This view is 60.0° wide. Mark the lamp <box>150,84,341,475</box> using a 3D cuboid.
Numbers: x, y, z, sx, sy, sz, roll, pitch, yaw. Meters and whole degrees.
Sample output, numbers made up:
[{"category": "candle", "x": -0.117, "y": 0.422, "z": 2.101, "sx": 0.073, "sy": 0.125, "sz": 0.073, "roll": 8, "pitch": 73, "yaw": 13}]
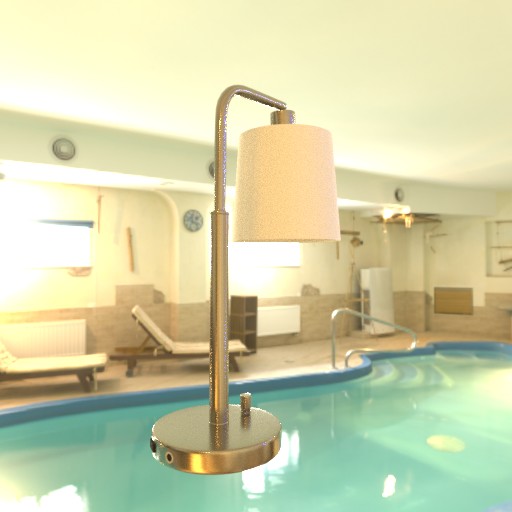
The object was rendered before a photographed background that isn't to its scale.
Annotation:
[{"category": "lamp", "x": 0.000, "y": 0.000, "z": 0.640, "sx": 0.171, "sy": 0.489, "sz": 0.333, "roll": -1, "pitch": -1, "yaw": 36}]
